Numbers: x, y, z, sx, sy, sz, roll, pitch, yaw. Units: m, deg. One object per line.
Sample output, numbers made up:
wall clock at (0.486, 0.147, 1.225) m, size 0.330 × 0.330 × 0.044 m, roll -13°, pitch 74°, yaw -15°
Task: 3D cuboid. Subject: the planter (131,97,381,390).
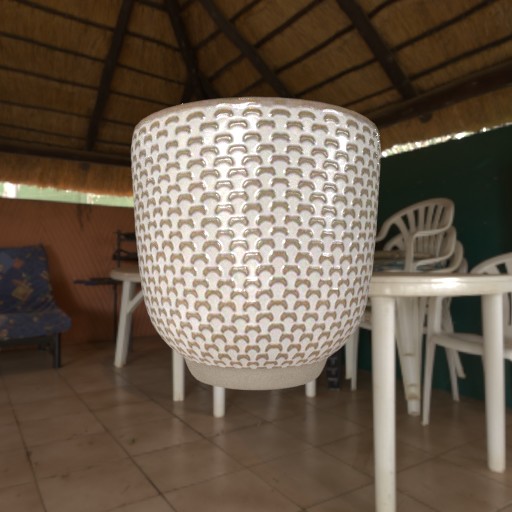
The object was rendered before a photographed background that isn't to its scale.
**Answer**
planter at (0.000, 0.000, 0.362) m, size 0.197 × 0.191 × 0.197 m, roll 0°, pitch -1°, yaw 0°
